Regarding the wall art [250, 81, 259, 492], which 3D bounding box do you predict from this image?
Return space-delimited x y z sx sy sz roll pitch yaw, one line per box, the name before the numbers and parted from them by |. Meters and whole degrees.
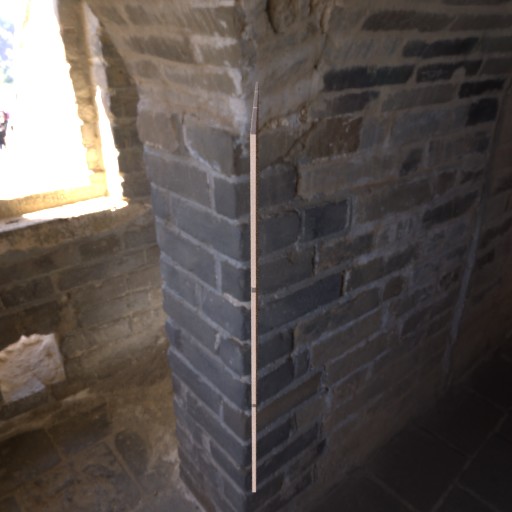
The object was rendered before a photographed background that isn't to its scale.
wall art | 0.000 0.000 1.806 0.013 1.218 1.219 0 27 1
